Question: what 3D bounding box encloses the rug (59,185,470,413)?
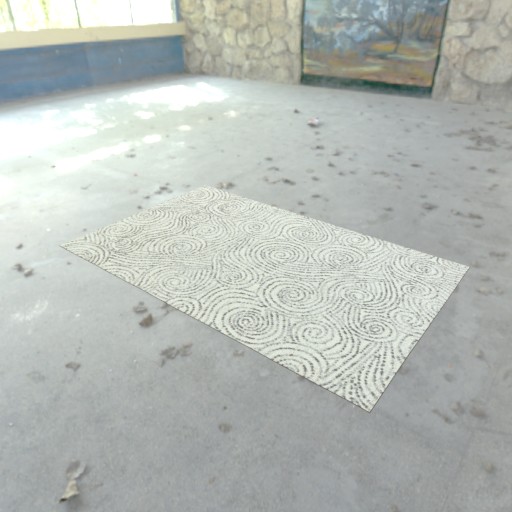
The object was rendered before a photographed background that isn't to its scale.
[{"bbox_3d":[0.000,0.000,3.087,2.439,0.005,1.524,21,36,32],"label":"rug"}]
